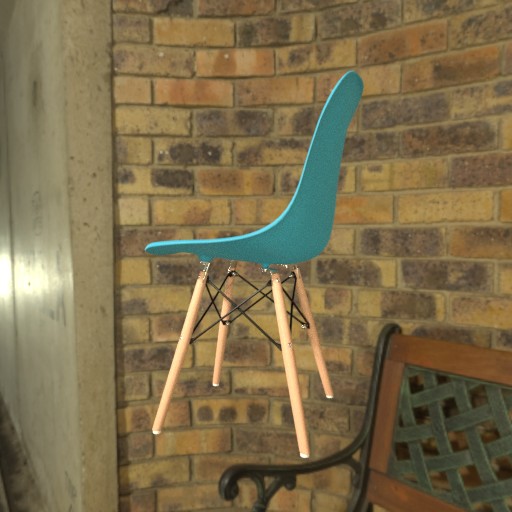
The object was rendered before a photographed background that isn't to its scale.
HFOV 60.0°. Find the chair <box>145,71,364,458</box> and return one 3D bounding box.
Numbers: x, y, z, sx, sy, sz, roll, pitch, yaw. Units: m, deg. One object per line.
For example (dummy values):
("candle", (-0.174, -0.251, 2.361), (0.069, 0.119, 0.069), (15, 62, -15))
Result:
("chair", (0.000, 0.000, 1.142), (0.531, 0.826, 0.470), (1, 2, 18))
